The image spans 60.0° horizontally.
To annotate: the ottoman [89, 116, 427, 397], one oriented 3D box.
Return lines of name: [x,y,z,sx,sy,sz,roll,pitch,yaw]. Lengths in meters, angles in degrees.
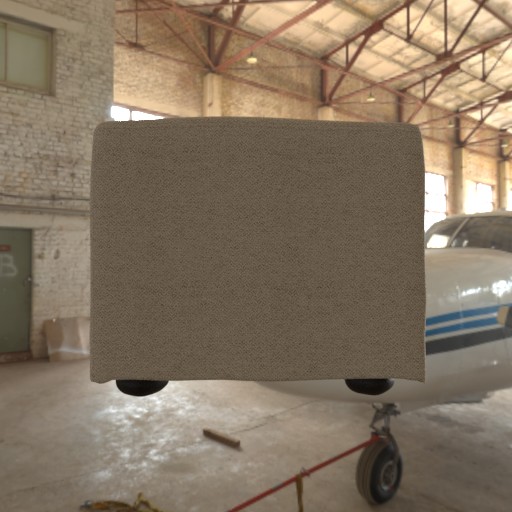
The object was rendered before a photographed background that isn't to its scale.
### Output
ottoman: [0.000,0.000,0.909,0.512,0.453,0.521,0,-1,-1]
